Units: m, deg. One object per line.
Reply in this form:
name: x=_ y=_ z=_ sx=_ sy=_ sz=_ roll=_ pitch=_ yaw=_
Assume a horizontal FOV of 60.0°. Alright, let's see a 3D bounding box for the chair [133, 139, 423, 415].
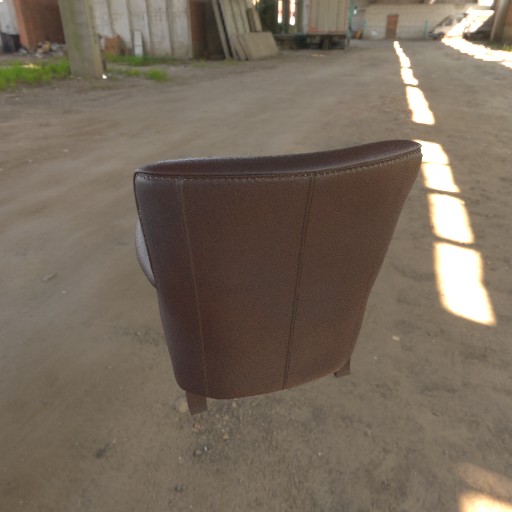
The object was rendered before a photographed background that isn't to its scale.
chair: x=0.000 y=0.000 z=1.361 sx=0.700 sy=0.800 sz=0.746 roll=-9 pitch=30 yaw=-16
